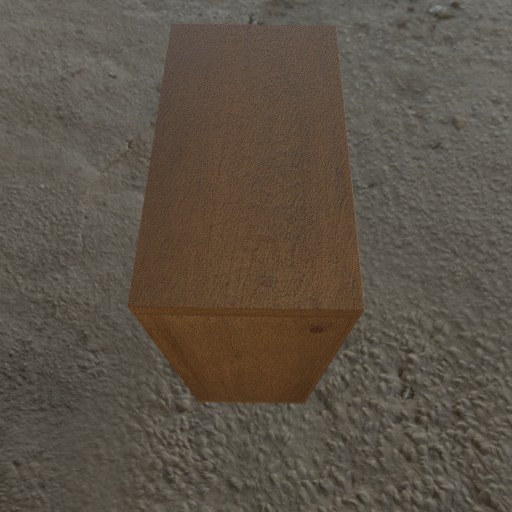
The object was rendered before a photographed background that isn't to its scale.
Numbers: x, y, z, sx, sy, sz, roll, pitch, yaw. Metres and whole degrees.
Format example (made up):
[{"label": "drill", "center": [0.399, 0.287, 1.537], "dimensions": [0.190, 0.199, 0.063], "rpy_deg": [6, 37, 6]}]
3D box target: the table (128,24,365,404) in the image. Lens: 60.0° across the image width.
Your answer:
[{"label": "table", "center": [0.000, 0.000, 1.703], "dimensions": [0.524, 1.294, 0.901], "rpy_deg": [1, 63, 0]}]
